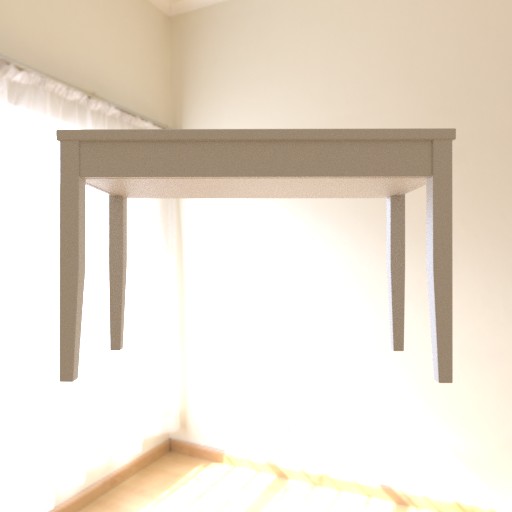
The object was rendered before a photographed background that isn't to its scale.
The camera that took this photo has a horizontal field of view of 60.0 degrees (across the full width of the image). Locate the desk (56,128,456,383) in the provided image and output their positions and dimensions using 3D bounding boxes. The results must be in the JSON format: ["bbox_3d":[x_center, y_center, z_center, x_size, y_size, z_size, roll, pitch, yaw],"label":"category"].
[{"bbox_3d":[0.000,0.000,1.602,1.220,0.775,0.508,0,0,1],"label":"desk"}]
